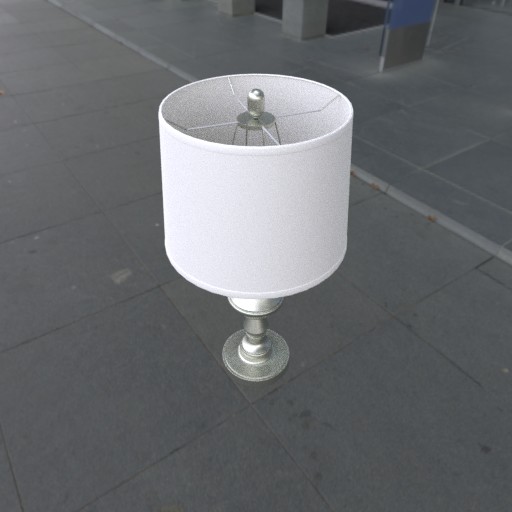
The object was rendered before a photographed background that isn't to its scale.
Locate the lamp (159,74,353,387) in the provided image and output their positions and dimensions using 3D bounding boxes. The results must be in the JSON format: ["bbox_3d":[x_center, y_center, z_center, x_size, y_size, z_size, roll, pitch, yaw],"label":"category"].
[{"bbox_3d":[0.000,0.000,0.983,0.383,0.733,0.383,0,40,0],"label":"lamp"}]
